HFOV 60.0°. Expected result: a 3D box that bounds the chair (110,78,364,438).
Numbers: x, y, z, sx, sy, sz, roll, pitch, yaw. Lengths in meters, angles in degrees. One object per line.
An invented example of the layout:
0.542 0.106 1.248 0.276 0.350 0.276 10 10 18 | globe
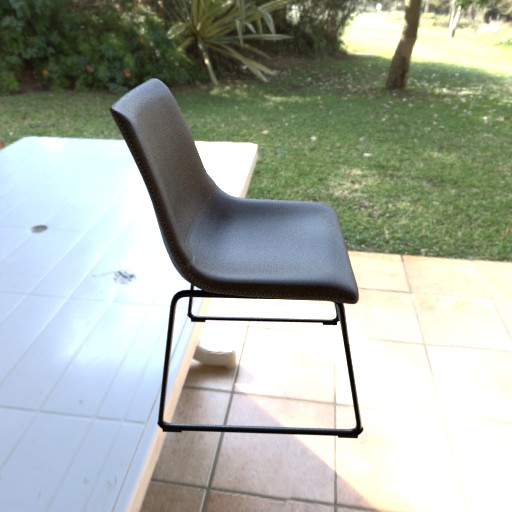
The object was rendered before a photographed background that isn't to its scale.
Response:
0.000 0.000 1.108 0.550 0.780 0.460 1 31 2 | chair
